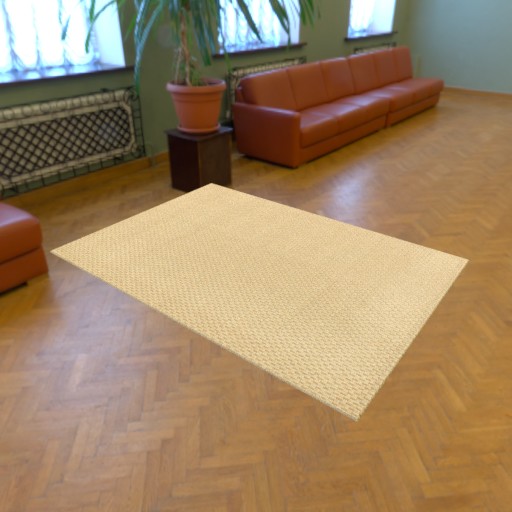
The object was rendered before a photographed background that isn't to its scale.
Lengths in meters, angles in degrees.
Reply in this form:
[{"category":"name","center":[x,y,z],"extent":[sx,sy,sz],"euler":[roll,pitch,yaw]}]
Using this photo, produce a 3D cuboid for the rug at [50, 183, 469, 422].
[{"category":"rug","center":[0.000,0.000,2.773],"extent":[2.144,0.013,1.509],"euler":[21,36,32]}]
